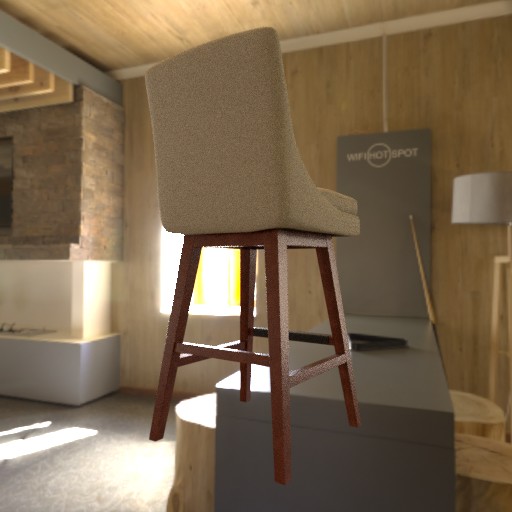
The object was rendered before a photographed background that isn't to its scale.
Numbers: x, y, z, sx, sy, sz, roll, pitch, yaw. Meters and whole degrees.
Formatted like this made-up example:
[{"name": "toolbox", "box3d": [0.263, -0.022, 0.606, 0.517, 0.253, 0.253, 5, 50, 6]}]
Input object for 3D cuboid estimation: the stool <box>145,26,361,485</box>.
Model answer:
[{"name": "stool", "box3d": [0.000, 0.000, 1.363, 0.470, 1.092, 0.559, 0, -1, 35]}]
